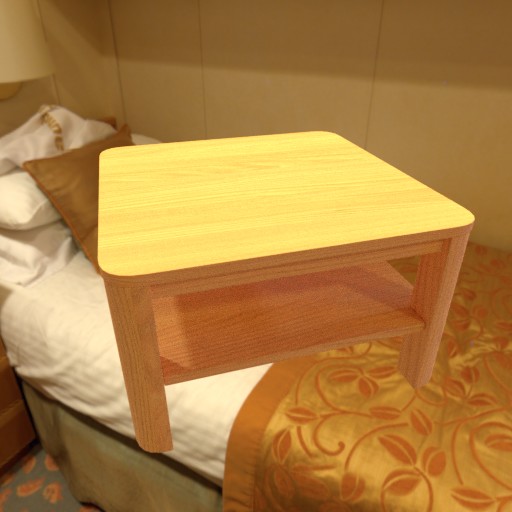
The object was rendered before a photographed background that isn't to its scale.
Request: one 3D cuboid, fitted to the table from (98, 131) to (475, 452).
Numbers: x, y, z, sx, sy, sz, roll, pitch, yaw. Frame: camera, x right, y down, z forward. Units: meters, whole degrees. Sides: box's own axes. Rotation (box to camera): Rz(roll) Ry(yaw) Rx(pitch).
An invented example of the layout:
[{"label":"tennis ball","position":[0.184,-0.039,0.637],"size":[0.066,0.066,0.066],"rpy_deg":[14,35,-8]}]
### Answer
[{"label":"table","position":[0.000,0.000,1.218],"size":[0.750,0.450,0.750],"rpy_deg":[-9,31,-14]}]
